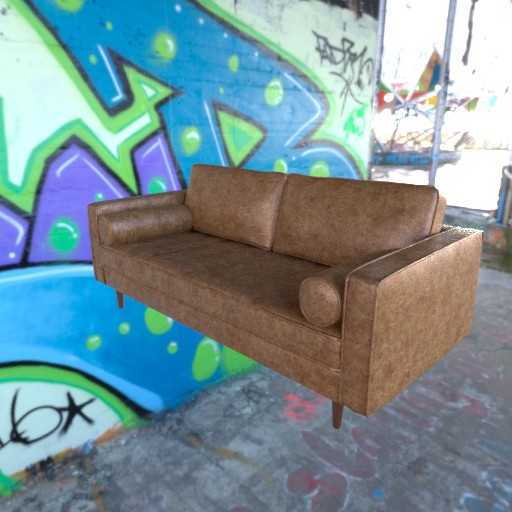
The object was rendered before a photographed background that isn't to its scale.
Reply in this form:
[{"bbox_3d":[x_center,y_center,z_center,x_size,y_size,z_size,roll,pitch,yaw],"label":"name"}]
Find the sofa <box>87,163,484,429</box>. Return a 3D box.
[{"bbox_3d":[0.000,0.000,2.288,1.920,0.825,0.924,16,23,42],"label":"sofa"}]
